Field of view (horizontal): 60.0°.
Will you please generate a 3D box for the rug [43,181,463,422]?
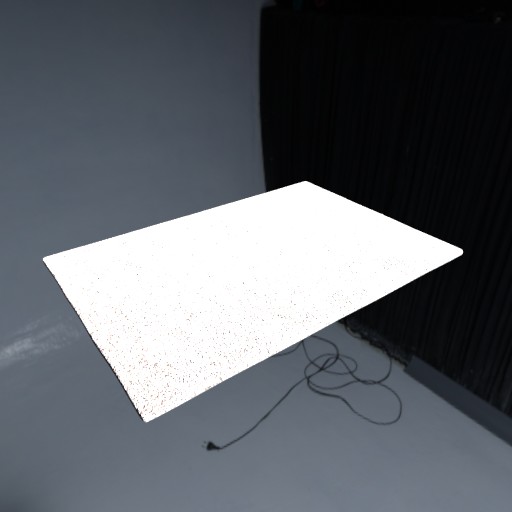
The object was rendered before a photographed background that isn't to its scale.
[{"bbox_3d":[0.000,0.000,2.264,1.778,0.030,1.219,-21,37,-31],"label":"rug"}]
